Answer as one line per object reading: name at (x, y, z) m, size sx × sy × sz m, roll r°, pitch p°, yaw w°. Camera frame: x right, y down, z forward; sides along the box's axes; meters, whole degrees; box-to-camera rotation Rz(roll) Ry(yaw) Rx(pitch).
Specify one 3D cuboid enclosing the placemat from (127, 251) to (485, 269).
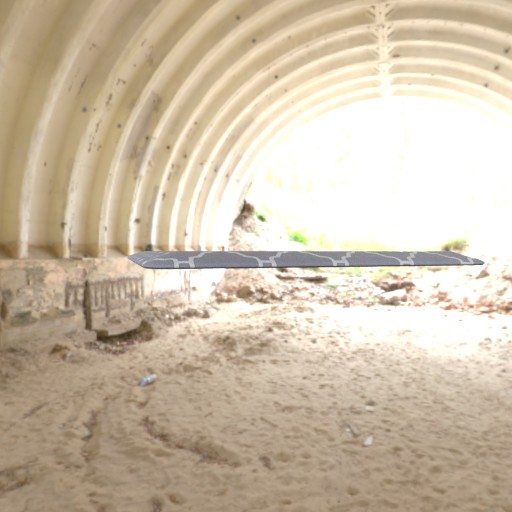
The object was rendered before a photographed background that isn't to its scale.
placemat at (0.000, 0.000, 0.944) m, size 0.508 × 0.021 × 0.762 m, roll 0°, pitch 1°, yaw -18°
